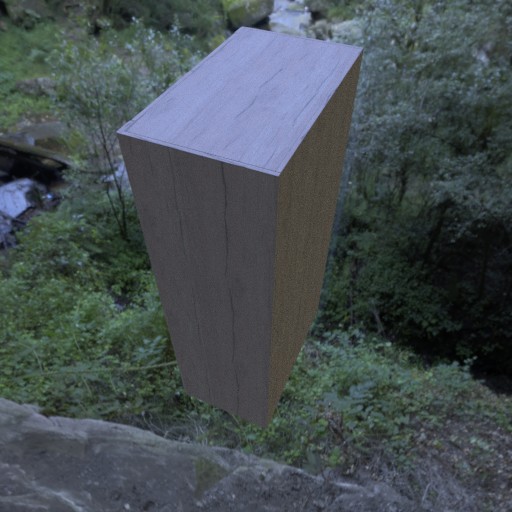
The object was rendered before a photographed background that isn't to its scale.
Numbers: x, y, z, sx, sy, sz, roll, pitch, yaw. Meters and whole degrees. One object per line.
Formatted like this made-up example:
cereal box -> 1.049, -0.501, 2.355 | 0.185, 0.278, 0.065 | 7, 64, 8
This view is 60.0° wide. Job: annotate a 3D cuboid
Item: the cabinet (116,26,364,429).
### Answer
cabinet -> 0.000, 0.000, 2.393 | 0.580, 1.930, 0.980 | 18, 50, 16
